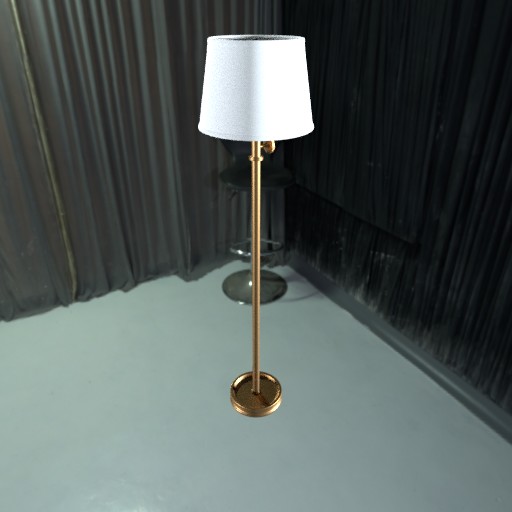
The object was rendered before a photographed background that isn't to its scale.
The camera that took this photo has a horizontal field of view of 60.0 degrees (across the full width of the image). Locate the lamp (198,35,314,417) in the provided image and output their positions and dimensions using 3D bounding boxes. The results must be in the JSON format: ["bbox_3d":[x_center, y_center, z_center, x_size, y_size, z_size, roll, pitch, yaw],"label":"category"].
[{"bbox_3d":[0.000,0.000,0.802,0.178,0.710,0.178,0,29,0],"label":"lamp"}]
